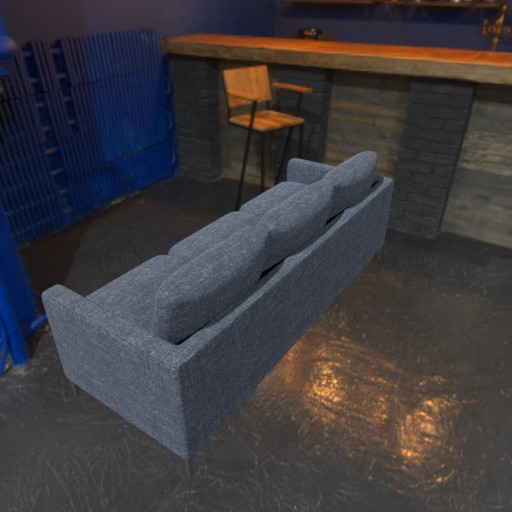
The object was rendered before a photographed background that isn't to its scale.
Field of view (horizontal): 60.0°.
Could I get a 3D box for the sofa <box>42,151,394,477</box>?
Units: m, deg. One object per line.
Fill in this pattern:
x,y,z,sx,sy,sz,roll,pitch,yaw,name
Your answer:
0.000,0.000,2.656,0.859,0.874,2.218,20,36,29,sofa
